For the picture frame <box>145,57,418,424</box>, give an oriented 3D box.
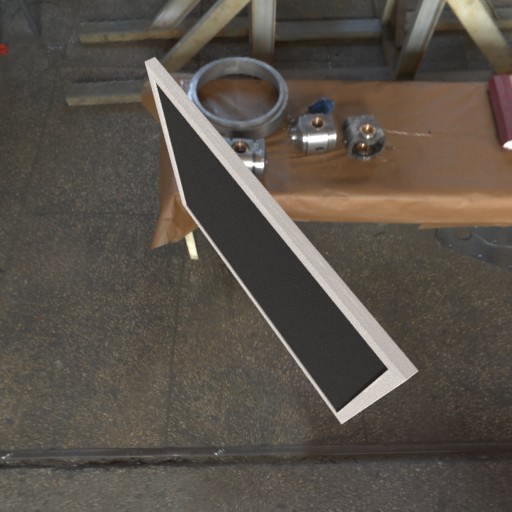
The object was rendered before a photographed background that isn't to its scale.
[{"bbox_3d":[0.000,0.000,1.222,0.029,0.640,0.950,-31,67,-15],"label":"picture frame"}]
